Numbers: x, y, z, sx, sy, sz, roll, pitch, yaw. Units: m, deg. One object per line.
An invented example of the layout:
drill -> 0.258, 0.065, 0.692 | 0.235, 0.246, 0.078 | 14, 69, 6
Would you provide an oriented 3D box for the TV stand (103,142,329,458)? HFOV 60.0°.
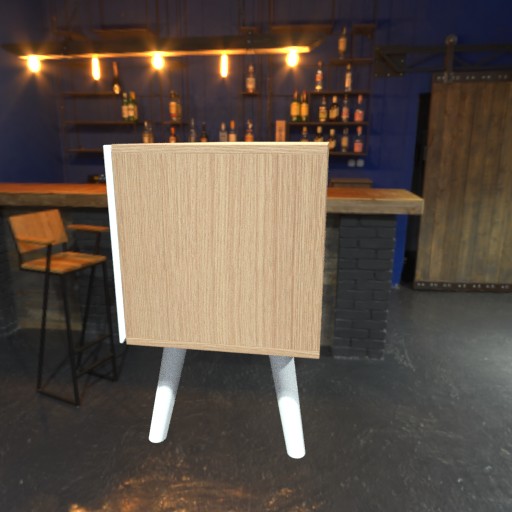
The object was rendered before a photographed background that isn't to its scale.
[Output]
TV stand -> 0.000, 0.000, 1.335 | 0.407, 0.660, 0.991 | 2, 15, 9
